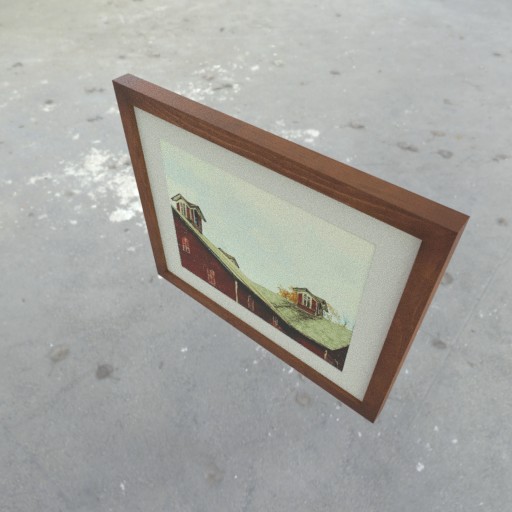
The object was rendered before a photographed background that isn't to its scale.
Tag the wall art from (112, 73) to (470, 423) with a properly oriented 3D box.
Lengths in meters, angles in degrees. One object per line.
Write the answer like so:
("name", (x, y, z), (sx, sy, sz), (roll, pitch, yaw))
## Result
("wall art", (0.000, 0.000, 0.747), (0.558, 0.457, 0.033), (30, 53, 26))
